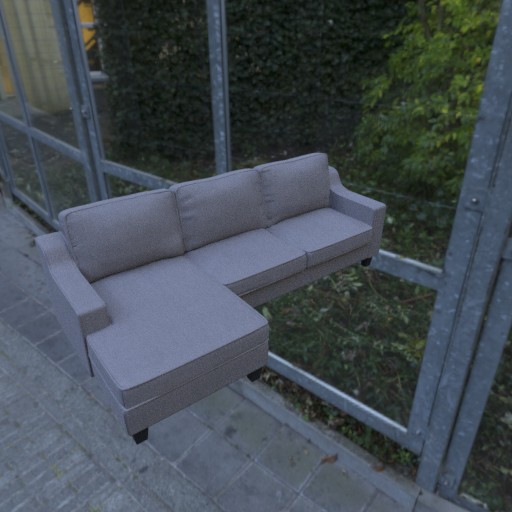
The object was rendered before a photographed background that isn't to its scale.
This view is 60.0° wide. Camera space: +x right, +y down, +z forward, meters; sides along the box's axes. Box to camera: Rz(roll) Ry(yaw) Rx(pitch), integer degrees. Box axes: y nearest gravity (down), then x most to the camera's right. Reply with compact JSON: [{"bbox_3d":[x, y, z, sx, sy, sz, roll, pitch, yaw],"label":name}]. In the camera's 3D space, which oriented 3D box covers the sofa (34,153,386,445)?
[{"bbox_3d":[0.000,0.000,3.162,2.561,0.928,1.294,-20,34,-32],"label":"sofa"}]
